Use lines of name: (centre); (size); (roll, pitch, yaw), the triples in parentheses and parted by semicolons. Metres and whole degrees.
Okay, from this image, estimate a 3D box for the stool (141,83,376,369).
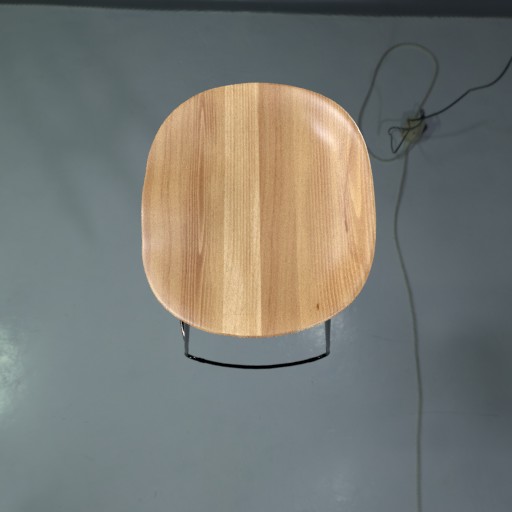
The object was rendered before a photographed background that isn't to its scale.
stool: (0.000, 0.000, 0.970); (0.401, 0.679, 0.480); (0, 76, 0)
